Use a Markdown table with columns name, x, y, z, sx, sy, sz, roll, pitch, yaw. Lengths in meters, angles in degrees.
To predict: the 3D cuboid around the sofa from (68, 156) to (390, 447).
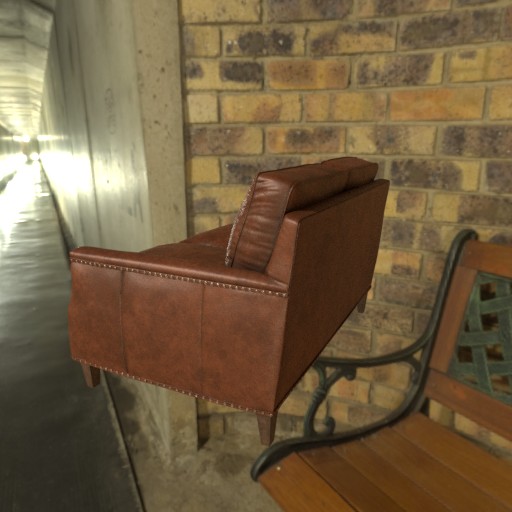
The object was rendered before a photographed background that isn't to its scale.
| name | x | y | z | sx | sy | sz | roll | pitch | yaw |
| --- | --- | --- | --- | --- | --- | --- | --- | --- | --- |
| sofa | 0.000 | 0.000 | 2.332 | 1.083 | 1.003 | 1.628 | 7 | 17 | 26 |
